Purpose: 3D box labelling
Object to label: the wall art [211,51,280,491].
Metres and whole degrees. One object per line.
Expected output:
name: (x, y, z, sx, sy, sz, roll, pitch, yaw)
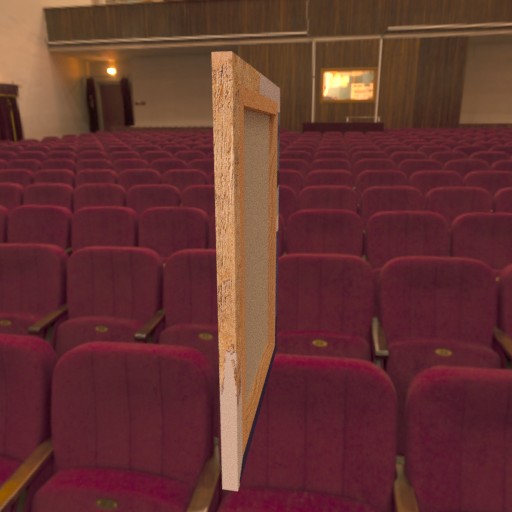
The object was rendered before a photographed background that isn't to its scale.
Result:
wall art: (0.000, 0.000, 0.809, 0.026, 0.613, 0.458, 3, 16, 9)
